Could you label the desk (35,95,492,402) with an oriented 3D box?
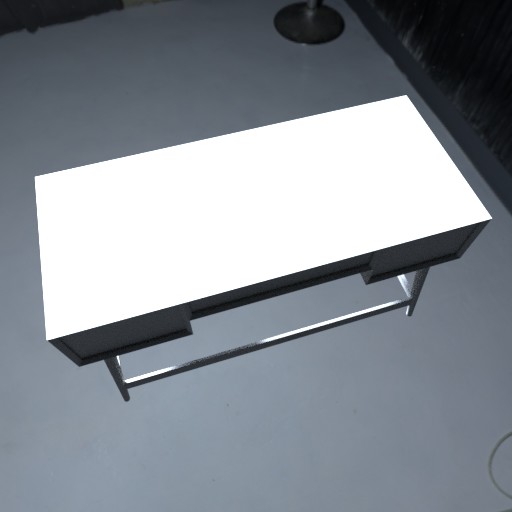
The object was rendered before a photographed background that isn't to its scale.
[{"bbox_3d":[0.000,0.000,1.715,1.313,0.762,0.589,-15,61,-8],"label":"desk"}]
